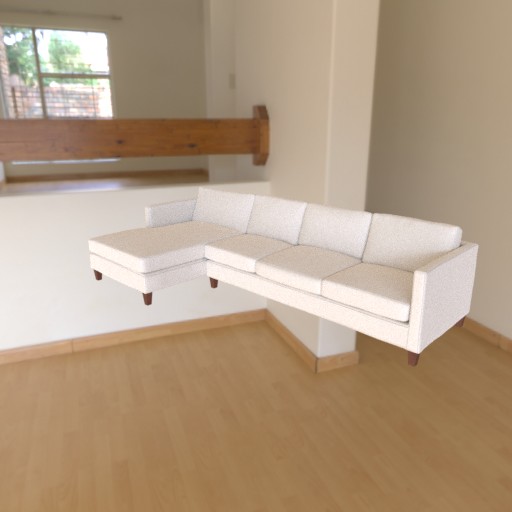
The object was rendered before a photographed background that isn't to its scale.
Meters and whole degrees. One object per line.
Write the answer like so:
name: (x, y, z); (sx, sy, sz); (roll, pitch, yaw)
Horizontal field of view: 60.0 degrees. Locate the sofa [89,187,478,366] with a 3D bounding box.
sofa: (0.000, 0.000, 3.942); (3.186, 0.846, 1.625); (16, 23, 42)
